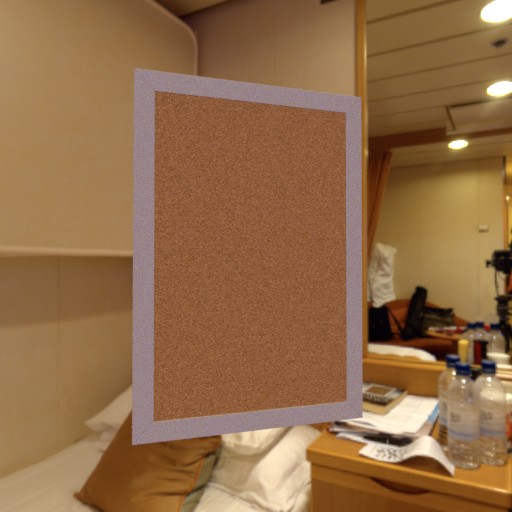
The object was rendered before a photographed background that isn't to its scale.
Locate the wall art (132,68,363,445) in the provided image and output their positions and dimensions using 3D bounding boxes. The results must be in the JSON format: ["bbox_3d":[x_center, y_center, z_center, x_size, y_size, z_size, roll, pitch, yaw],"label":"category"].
[{"bbox_3d":[0.000,0.000,0.848,0.454,0.659,0.011,0,-1,-18],"label":"wall art"}]
